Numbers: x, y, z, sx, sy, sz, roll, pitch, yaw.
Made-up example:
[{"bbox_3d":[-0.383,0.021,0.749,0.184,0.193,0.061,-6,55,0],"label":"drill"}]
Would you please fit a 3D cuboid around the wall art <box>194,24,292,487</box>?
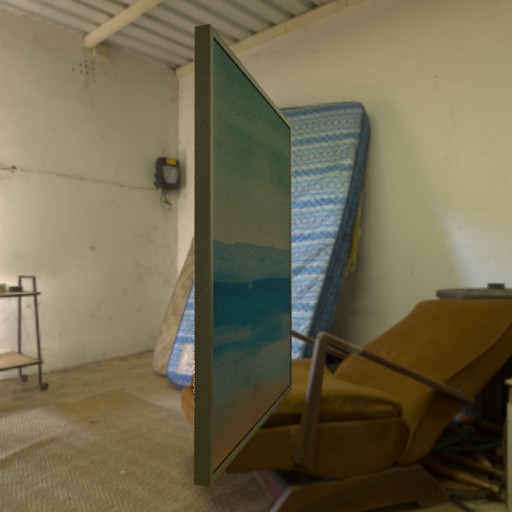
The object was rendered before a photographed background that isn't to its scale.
[{"bbox_3d":[0.000,0.000,1.403,0.041,1.062,0.803,0,-1,18],"label":"wall art"}]
